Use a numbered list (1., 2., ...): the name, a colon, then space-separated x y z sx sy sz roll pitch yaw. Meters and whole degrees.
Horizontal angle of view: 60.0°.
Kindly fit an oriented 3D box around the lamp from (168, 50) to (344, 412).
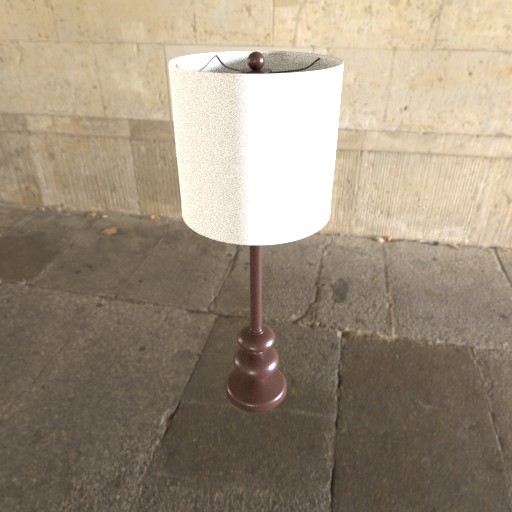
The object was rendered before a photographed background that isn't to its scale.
1. lamp: 0.000 0.000 0.819 0.254 0.690 0.254 -18 35 -28
